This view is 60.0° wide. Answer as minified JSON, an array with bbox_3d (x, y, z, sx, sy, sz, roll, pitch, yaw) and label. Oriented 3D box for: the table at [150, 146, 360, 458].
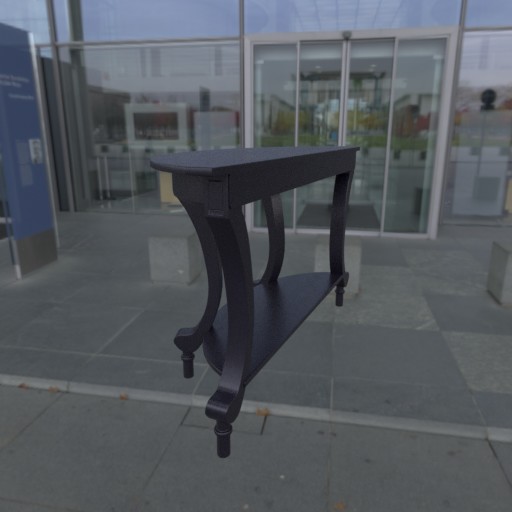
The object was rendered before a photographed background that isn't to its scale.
[{"bbox_3d":[0.000,0.000,1.508,0.394,0.692,1.198,7,18,24],"label":"table"}]
